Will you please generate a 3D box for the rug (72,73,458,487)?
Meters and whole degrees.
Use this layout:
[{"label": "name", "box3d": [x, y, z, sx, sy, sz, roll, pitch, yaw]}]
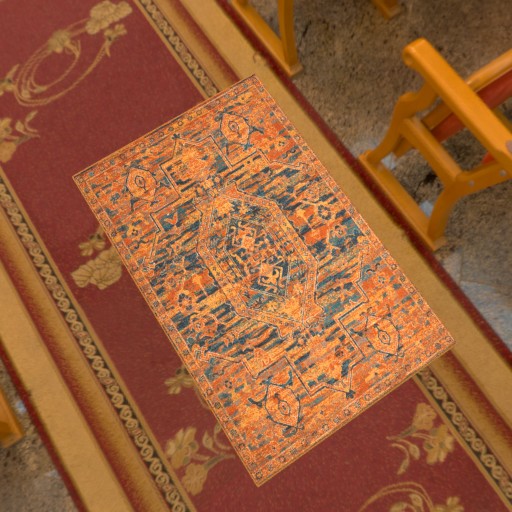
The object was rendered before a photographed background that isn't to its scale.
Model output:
[{"label": "rug", "box3d": [0.000, 0.000, 1.078, 0.557, 0.008, 0.863, -32, 78, -8]}]
